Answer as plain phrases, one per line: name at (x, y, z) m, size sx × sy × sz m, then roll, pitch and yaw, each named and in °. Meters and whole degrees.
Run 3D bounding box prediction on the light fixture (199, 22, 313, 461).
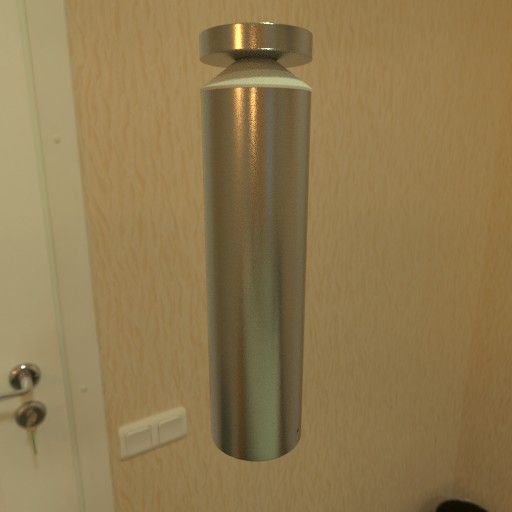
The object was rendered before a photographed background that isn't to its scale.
light fixture at (0.000, 0.000, 0.442) m, size 0.102 × 0.400 × 0.102 m, roll 8°, pitch 17°, yaw 28°
